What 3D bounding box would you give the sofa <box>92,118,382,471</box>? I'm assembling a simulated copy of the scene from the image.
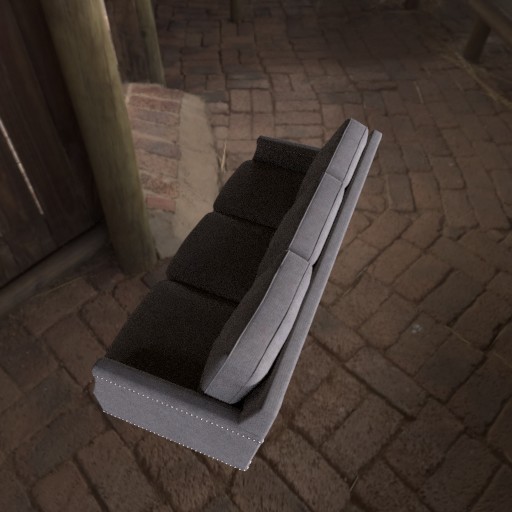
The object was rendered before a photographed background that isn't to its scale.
[{"bbox_3d":[0.000,0.000,2.801,1.034,1.042,2.226,16,49,15],"label":"sofa"}]
